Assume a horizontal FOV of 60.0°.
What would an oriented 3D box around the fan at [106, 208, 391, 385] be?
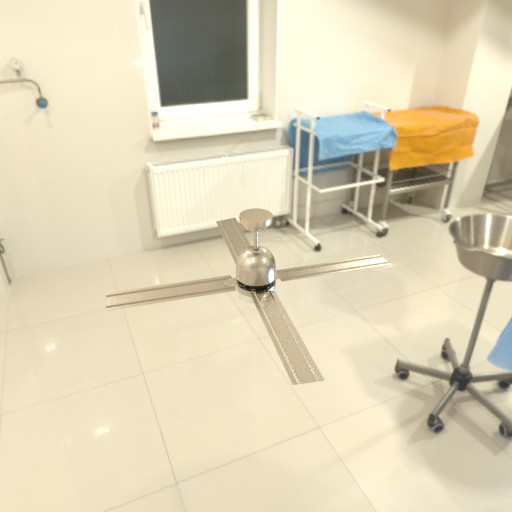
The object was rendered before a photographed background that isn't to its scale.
[{"bbox_3d":[0.000,0.000,2.007,1.346,0.406,1.346,-9,31,-15],"label":"fan"}]
